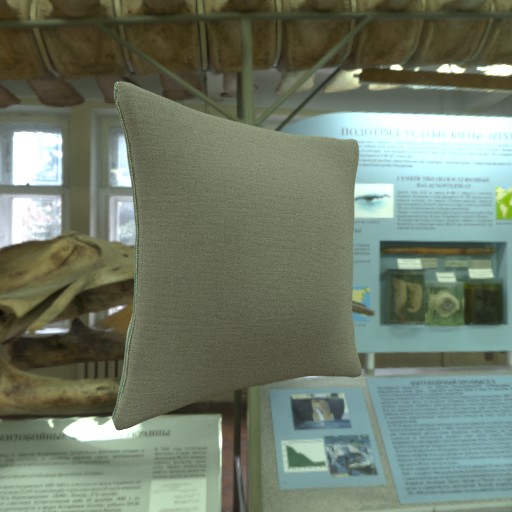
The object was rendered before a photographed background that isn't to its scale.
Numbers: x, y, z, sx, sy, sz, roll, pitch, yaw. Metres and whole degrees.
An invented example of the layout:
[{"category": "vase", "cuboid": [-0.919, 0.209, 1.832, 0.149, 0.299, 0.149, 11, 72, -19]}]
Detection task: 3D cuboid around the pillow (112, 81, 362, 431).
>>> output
[{"category": "pillow", "cuboid": [0.000, 0.000, 0.659, 0.435, 0.416, 0.189, 1, -1, -37]}]
